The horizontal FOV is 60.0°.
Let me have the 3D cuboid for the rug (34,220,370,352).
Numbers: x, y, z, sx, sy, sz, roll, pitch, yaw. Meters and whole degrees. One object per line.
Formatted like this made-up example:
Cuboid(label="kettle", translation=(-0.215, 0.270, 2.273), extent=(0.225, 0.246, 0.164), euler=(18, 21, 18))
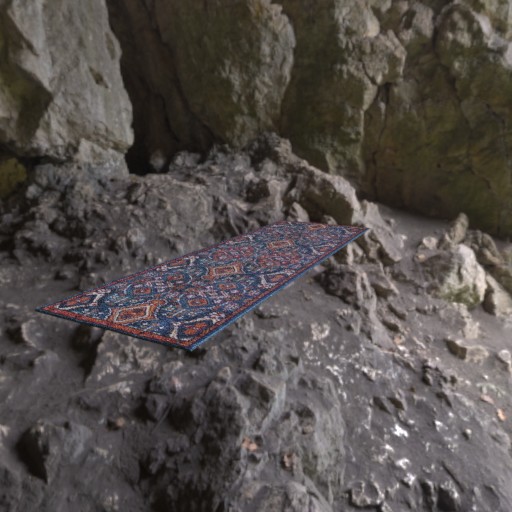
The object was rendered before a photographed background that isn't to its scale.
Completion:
Cuboid(label="rug", translation=(0.000, 0.000, 2.706), extent=(0.801, 0.010, 2.459), euler=(8, 16, 27))
